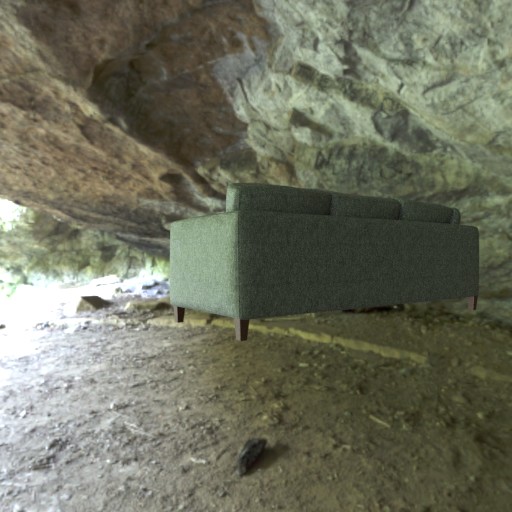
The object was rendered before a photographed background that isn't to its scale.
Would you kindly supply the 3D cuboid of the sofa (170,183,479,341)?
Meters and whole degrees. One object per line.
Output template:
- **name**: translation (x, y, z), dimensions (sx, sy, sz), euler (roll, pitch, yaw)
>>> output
- **sofa**: translation (0.000, 0.000, 4.522), dimensions (2.593, 0.947, 3.302), euler (0, 0, -35)
